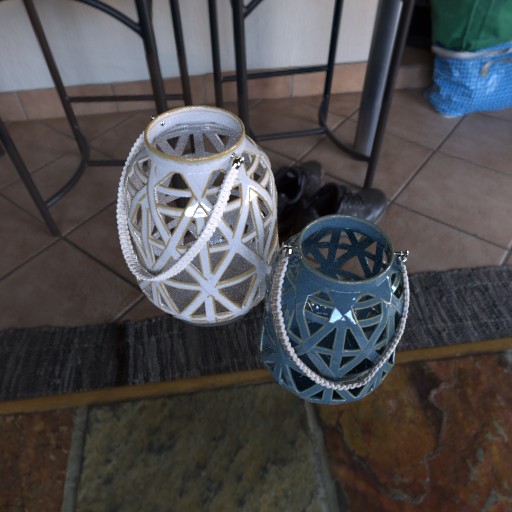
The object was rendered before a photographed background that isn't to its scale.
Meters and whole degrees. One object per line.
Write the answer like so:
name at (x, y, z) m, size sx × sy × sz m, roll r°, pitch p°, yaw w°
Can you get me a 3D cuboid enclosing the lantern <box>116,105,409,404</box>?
lantern at (0.000, 0.000, 0.615) m, size 0.439 × 0.307 × 0.245 m, roll 31°, pitch 54°, yaw 25°
